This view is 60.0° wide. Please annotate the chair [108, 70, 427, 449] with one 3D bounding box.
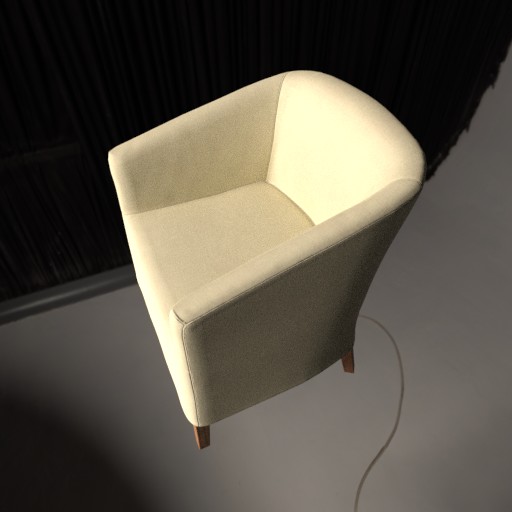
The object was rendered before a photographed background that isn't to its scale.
[{"bbox_3d":[0.000,0.000,1.286,0.657,0.822,0.643,-18,49,-17],"label":"chair"}]
